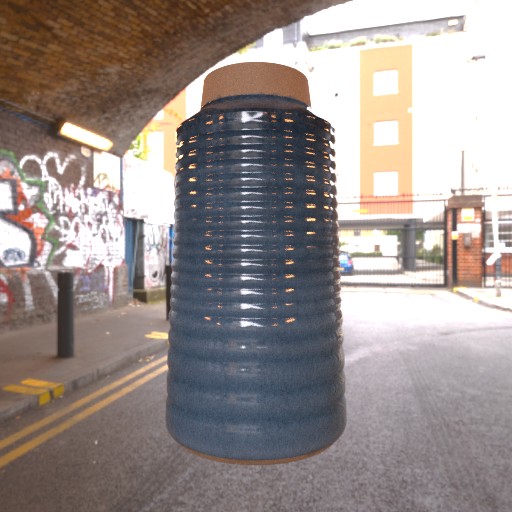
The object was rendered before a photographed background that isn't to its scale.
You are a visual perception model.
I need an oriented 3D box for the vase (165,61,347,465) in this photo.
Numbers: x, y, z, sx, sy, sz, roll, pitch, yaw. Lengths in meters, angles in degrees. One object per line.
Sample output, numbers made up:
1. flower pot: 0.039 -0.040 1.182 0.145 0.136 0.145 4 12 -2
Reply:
1. vase: 0.000 0.000 0.406 0.163 0.316 0.163 0 0 0
